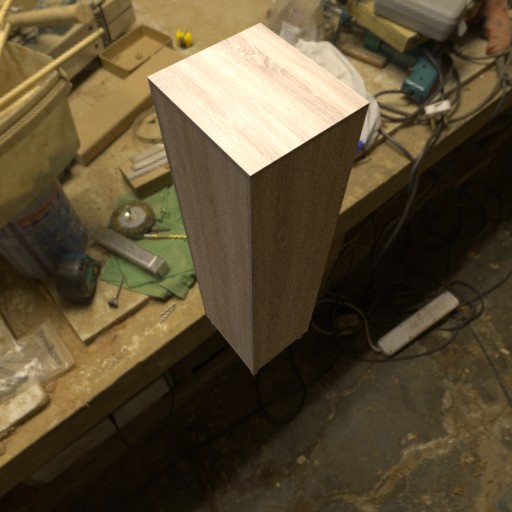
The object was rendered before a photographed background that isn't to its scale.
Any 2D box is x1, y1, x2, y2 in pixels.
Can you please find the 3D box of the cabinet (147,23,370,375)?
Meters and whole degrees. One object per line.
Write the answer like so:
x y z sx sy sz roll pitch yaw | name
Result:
0.000 0.000 2.175 0.450 1.960 0.510 -35 65 -19 | cabinet
